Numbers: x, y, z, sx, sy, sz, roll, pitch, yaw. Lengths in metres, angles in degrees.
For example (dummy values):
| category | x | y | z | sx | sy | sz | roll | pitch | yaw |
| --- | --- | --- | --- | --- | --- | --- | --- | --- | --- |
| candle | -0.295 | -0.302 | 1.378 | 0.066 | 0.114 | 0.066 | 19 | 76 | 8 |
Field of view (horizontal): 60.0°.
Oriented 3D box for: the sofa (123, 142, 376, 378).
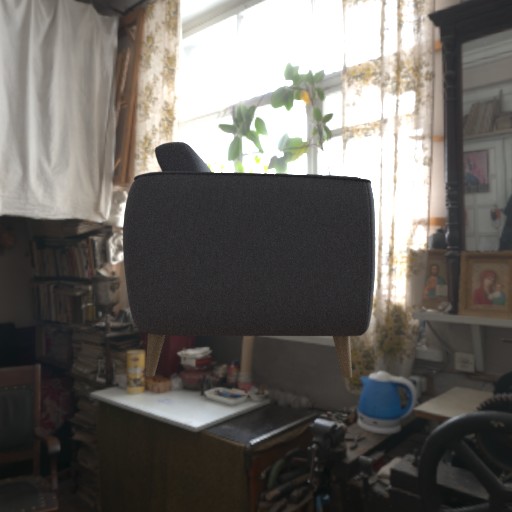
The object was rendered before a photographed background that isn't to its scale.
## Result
| category | x | y | z | sx | sy | sz | roll | pitch | yaw |
| --- | --- | --- | --- | --- | --- | --- | --- | --- | --- |
| sofa | 0.000 | 0.000 | 2.483 | 0.920 | 0.870 | 2.000 | 0 | -1 | 1 |
